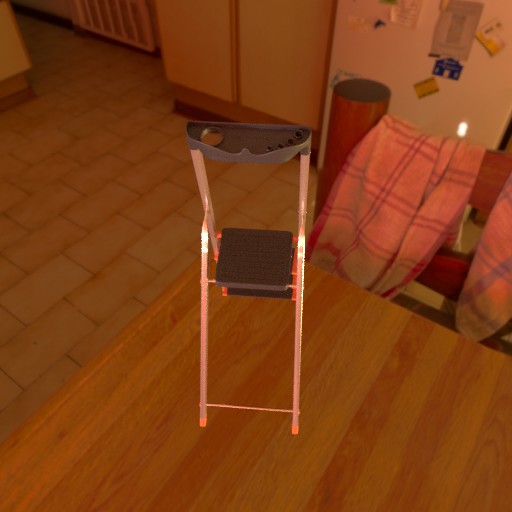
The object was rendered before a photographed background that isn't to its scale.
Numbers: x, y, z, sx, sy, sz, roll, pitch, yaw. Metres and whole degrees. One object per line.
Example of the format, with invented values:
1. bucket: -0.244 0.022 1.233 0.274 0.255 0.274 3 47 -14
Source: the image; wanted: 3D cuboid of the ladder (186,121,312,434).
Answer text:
1. ladder: 0.000 0.000 1.790 0.452 1.429 0.834 3 46 3
